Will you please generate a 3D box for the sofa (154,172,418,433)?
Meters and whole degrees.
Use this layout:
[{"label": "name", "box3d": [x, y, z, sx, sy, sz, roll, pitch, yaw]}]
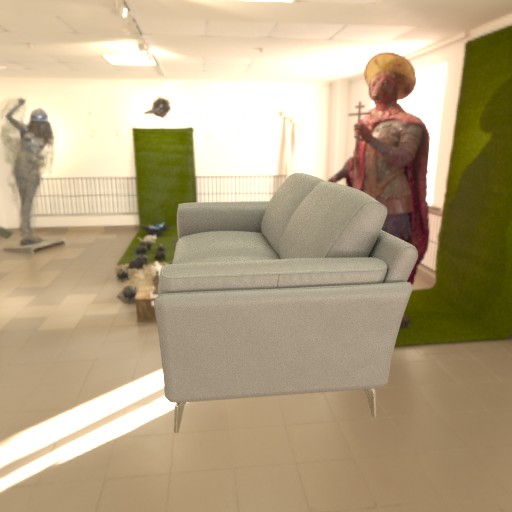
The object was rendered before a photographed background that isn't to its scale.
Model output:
[{"label": "sofa", "box3d": [0.000, 0.000, 2.716, 1.049, 0.930, 2.101, -2, 15, -7]}]
